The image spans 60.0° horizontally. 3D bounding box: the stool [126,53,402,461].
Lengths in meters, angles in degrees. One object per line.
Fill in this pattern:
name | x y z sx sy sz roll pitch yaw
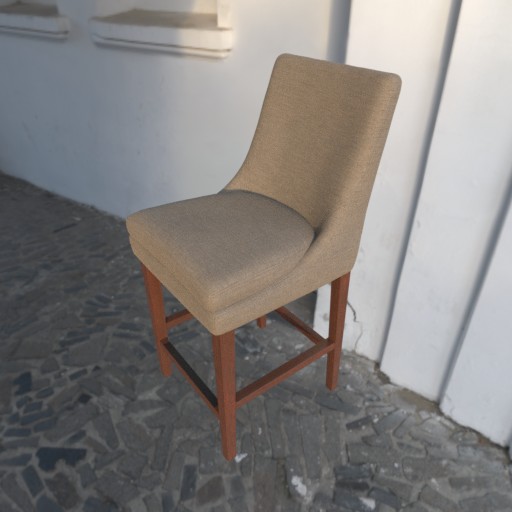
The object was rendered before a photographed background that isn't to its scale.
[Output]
stool | 0.000 0.000 1.266 0.577 0.981 0.470 -22 39 -30
